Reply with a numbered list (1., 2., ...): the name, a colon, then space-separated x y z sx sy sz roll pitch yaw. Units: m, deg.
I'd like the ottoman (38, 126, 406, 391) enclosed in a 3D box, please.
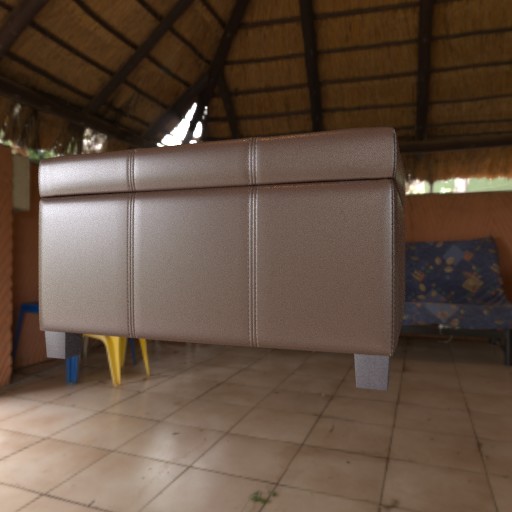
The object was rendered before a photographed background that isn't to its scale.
1. ottoman: 0.000 0.000 1.235 0.788 0.460 0.787 0 0 20
